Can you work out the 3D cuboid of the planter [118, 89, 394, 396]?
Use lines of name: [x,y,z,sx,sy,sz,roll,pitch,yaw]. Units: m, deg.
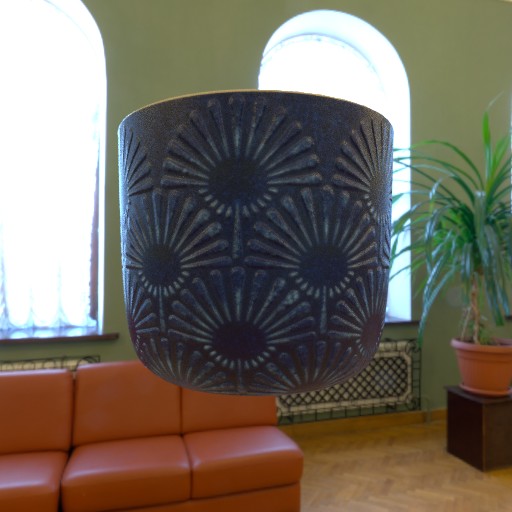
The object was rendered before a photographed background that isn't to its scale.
planter: [0.000,0.000,0.207,0.124,0.109,0.124,0,-1,0]
